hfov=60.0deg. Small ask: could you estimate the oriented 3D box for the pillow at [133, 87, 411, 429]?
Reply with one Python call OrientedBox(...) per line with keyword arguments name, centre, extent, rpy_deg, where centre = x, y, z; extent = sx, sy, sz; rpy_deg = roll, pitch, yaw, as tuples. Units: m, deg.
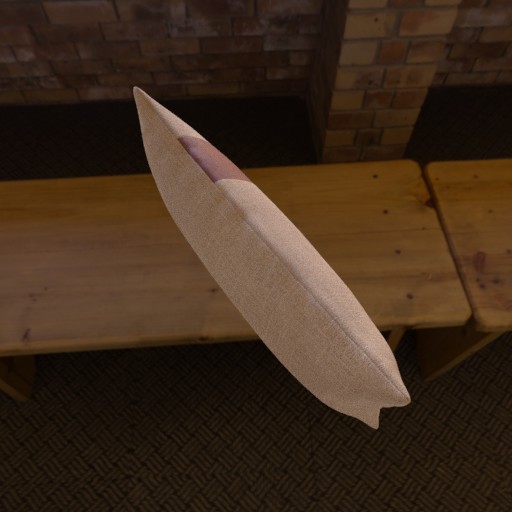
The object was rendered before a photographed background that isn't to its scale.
OrientedBox(name="pillow", centre=(0.000, 0.000, 0.711), extent=(0.155, 0.282, 0.612), rpy_deg=(-31, 63, -18))
